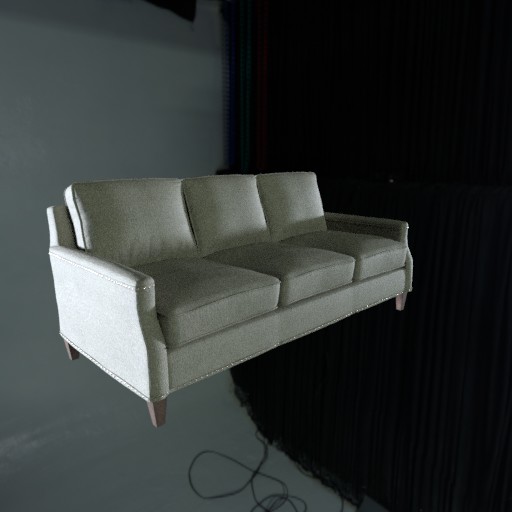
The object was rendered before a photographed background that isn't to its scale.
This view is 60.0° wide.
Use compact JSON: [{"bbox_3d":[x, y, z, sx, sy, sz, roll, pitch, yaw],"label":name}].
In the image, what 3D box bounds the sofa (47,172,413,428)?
[{"bbox_3d":[0.000,0.000,2.847,2.246,1.003,1.084,-12,18,-43],"label":"sofa"}]
